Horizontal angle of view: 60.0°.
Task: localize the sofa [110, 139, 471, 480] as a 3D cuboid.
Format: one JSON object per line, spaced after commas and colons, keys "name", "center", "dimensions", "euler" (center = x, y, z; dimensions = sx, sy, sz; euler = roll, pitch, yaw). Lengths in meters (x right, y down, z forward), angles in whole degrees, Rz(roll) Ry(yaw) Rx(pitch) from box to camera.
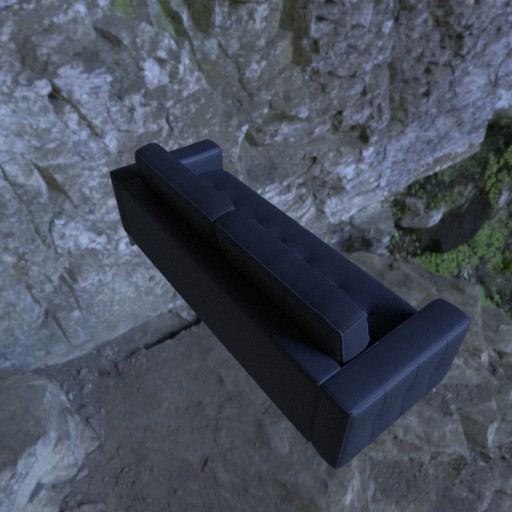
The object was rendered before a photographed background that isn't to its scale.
{"name": "sofa", "center": [0.000, 0.000, 2.639], "dimensions": [0.833, 0.893, 2.275], "euler": [-27, 48, -27]}
